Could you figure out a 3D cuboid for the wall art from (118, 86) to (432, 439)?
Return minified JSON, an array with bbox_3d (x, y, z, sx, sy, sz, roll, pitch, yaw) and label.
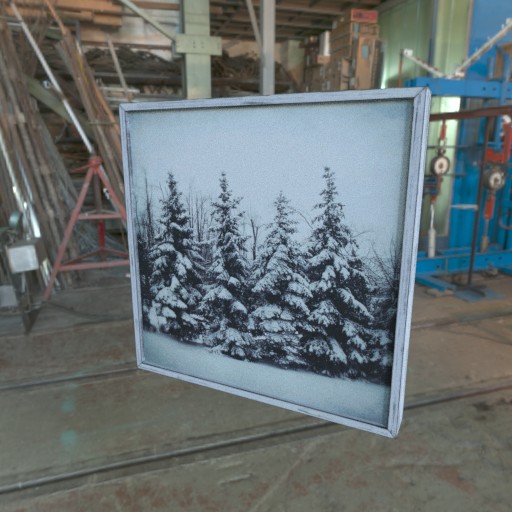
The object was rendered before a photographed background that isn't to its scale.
[{"bbox_3d":[0.000,0.000,0.449,0.303,0.303,0.036,7,15,26],"label":"wall art"}]
